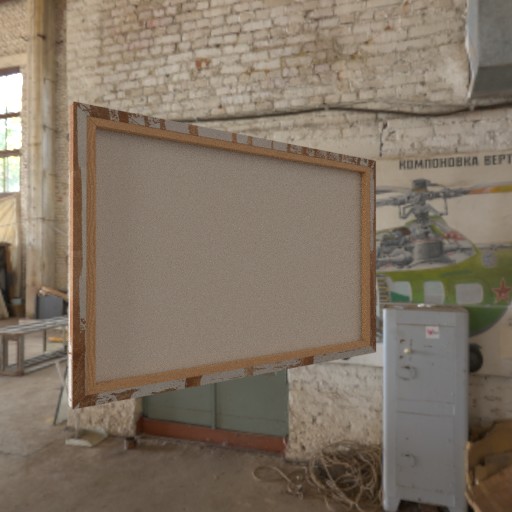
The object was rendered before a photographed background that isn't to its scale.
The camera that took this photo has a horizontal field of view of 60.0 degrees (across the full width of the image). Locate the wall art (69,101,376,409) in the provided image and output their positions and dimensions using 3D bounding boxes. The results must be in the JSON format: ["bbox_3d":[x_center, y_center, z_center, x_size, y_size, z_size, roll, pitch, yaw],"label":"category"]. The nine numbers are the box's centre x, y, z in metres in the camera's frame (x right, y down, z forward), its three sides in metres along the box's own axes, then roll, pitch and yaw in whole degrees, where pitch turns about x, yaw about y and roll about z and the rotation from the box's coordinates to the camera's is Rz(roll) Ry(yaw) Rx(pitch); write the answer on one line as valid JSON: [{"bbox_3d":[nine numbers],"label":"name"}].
[{"bbox_3d":[0.000,0.000,1.156,0.914,0.609,0.035,0,0,-36],"label":"wall art"}]
